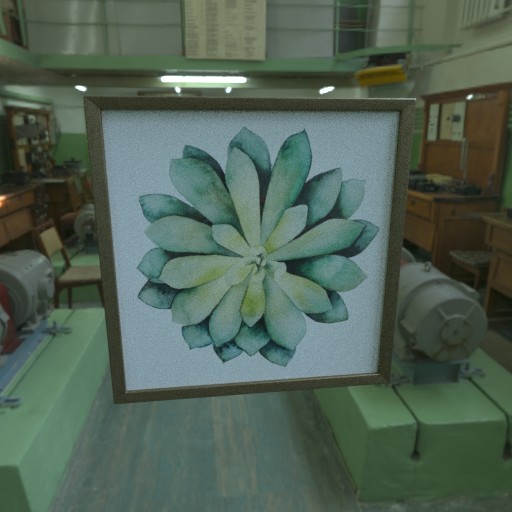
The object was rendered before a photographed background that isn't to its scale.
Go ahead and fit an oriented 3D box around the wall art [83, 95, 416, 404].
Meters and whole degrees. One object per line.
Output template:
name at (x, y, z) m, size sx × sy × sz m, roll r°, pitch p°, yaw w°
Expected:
wall art at (0.000, 0.000, 0.752) m, size 0.503 × 0.506 × 0.040 m, roll -2°, pitch 16°, yaw -7°
